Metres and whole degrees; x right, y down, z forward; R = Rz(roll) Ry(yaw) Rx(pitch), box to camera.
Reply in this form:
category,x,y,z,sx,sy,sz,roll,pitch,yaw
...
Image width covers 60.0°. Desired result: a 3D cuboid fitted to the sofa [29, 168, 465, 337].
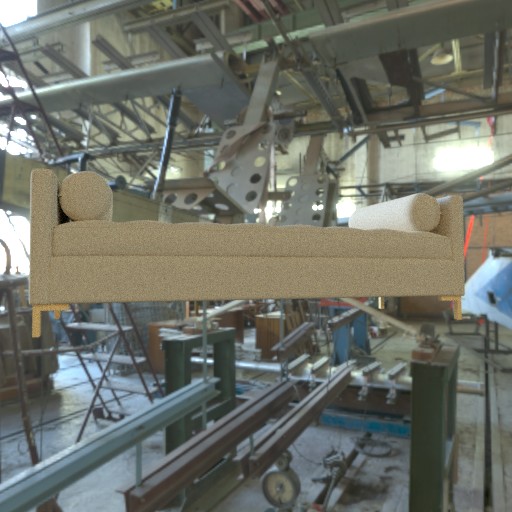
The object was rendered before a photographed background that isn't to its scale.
category,x,y,z,sx,sy,sz,roll,pitch,yaw
sofa,0.000,0.000,2.261,1.985,0.641,0.746,1,-2,-18
